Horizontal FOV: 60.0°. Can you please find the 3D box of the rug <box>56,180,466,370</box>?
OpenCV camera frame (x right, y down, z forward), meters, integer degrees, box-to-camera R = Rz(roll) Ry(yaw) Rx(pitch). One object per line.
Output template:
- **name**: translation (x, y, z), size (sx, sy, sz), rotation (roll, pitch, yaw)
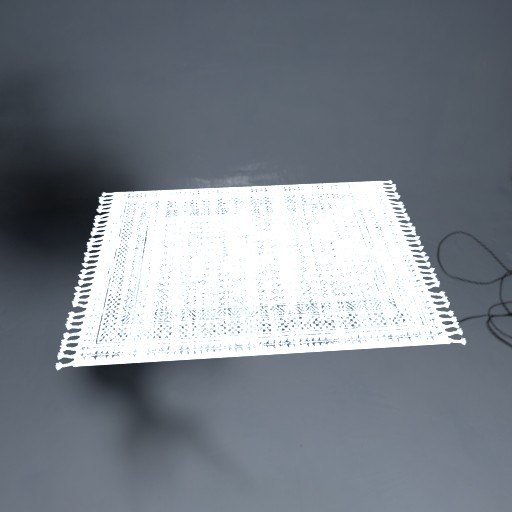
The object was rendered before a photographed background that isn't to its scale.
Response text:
- **rug**: translation (0.000, 0.000, 2.401), size (1.872, 0.013, 1.243), rotation (-3, 46, -3)
